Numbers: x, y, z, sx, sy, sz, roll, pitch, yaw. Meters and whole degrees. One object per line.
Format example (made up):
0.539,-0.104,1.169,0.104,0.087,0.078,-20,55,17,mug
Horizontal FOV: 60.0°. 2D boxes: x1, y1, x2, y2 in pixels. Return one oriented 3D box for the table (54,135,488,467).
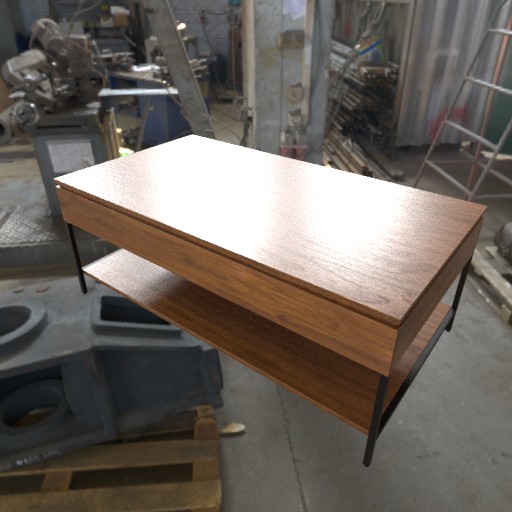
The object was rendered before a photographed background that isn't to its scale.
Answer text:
0.000,0.000,1.324,1.057,0.414,0.574,22,37,32,table
